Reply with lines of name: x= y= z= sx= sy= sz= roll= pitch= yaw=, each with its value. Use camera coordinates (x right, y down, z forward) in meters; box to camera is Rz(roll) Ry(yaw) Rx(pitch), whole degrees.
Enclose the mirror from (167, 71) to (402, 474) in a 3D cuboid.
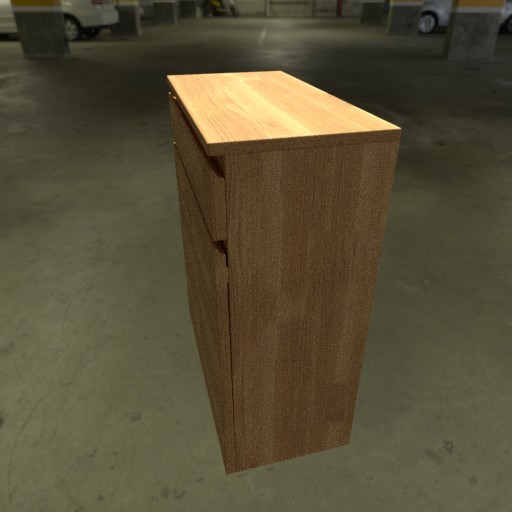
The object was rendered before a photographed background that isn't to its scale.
mirror: x=0.000 y=0.000 z=1.444 sx=0.400 sy=1.000 sz=0.800 roll=-8 pitch=32 yaw=-13
